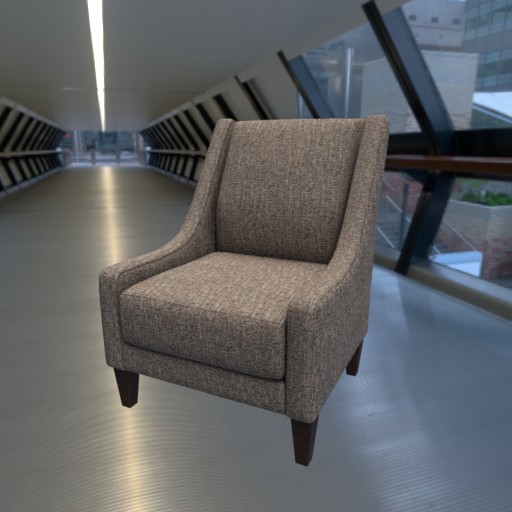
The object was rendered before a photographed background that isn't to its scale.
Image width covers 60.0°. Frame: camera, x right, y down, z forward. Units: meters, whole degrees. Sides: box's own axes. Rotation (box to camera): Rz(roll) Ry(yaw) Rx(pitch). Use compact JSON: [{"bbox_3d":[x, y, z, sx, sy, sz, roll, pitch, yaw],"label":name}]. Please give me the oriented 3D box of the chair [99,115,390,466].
[{"bbox_3d":[0.000,0.000,1.637,0.774,1.014,0.870,7,16,25],"label":"chair"}]
